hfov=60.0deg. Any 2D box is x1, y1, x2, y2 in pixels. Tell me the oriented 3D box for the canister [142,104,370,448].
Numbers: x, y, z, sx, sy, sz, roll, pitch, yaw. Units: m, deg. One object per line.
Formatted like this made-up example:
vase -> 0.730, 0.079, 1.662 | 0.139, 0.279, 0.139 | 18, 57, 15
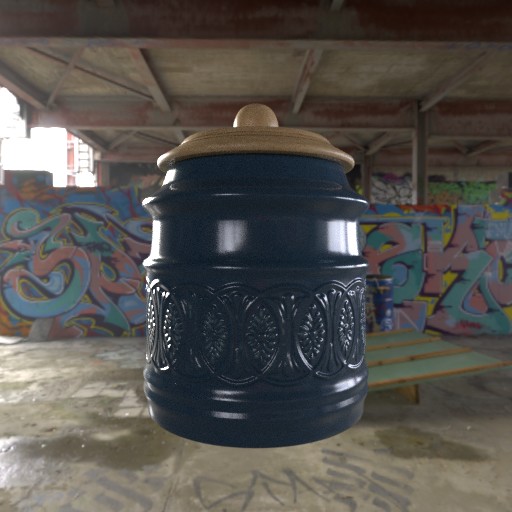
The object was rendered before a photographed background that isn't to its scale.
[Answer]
canister -> 0.000, 0.000, 0.261 | 0.130, 0.176, 0.130 | 0, 1, 0
